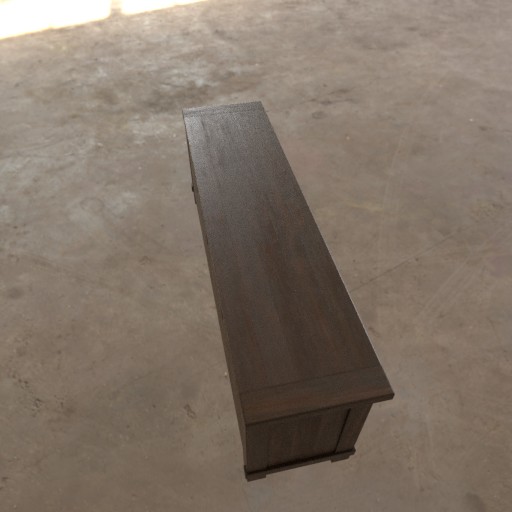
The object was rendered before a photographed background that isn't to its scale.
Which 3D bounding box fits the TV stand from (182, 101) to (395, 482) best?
[{"bbox_3d":[0.000,0.000,2.149,0.471,0.615,1.866,-9,47,-8],"label":"TV stand"}]
